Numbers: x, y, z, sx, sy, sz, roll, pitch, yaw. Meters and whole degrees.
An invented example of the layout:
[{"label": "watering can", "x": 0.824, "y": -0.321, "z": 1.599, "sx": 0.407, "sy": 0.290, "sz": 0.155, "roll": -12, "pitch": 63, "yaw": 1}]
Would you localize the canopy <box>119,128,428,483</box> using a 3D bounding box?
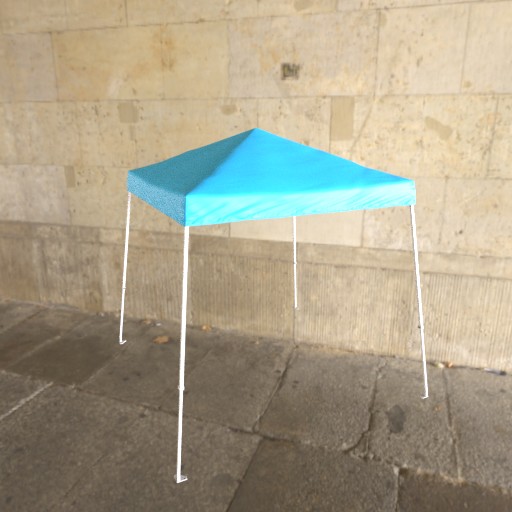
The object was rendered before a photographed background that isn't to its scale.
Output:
[{"label": "canopy", "x": 0.000, "y": 0.000, "z": 5.133, "sx": 2.849, "sy": 2.849, "sz": 2.848, "roll": -8, "pitch": 18, "yaw": -25}]
